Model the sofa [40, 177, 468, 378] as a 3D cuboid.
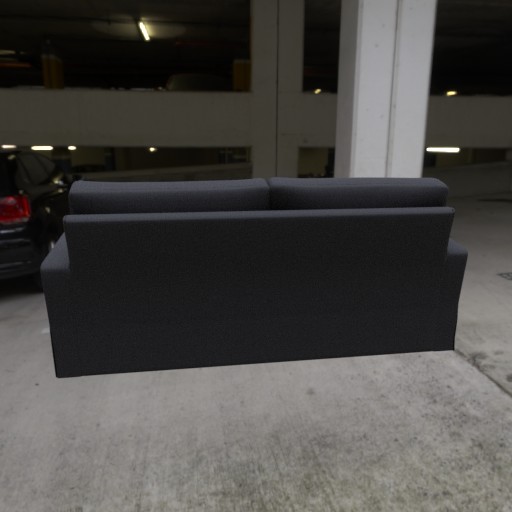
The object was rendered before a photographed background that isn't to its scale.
[{"bbox_3d":[0.000,0.000,2.279,1.852,0.839,0.898,-2,14,-8],"label":"sofa"}]
